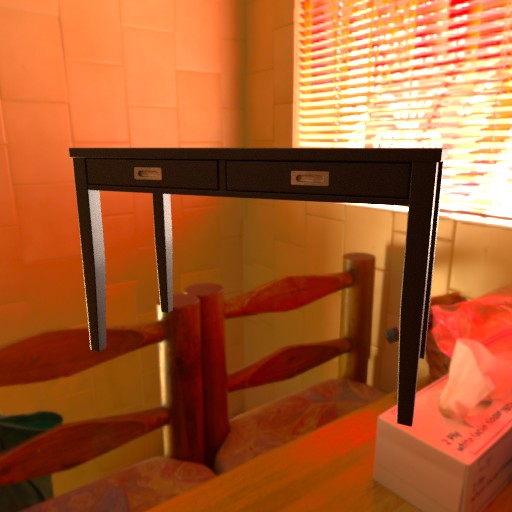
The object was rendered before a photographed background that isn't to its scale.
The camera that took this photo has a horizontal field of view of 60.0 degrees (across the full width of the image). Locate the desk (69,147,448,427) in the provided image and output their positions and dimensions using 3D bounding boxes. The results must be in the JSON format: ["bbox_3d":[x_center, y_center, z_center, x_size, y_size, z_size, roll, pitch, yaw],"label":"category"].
[{"bbox_3d":[0.000,0.000,1.632,1.220,0.775,0.508,6,15,24],"label":"desk"}]
